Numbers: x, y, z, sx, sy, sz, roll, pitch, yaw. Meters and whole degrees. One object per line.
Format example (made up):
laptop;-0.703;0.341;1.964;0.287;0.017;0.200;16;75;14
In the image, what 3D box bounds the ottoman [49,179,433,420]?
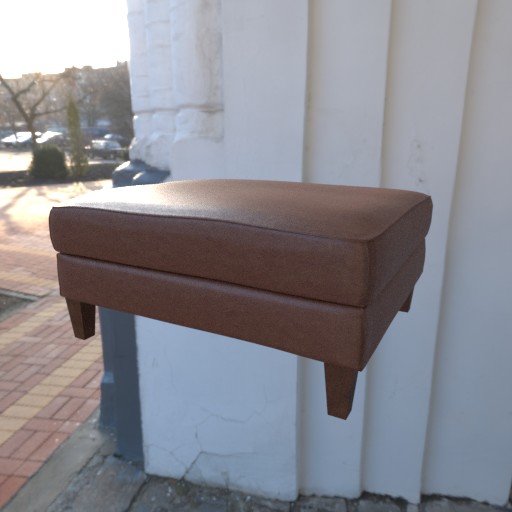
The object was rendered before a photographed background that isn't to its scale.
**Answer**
ottoman;0.000;0.000;1.477;0.987;0.472;0.836;8;17;28
